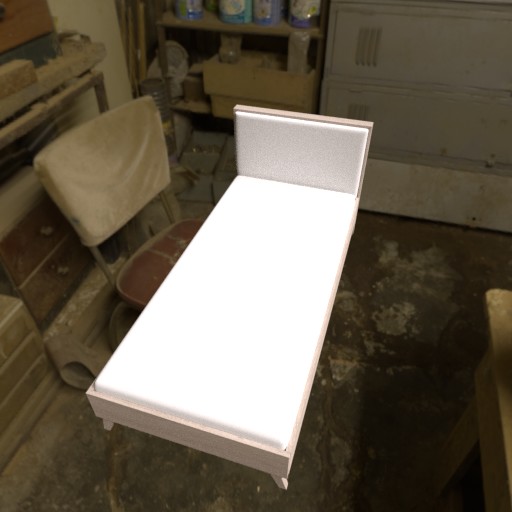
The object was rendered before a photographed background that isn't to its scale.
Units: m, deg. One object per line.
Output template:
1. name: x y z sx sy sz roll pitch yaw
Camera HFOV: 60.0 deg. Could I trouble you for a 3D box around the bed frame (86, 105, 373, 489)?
1. bed frame: 0.000 0.000 2.671 0.990 0.920 2.140 12 42 14
